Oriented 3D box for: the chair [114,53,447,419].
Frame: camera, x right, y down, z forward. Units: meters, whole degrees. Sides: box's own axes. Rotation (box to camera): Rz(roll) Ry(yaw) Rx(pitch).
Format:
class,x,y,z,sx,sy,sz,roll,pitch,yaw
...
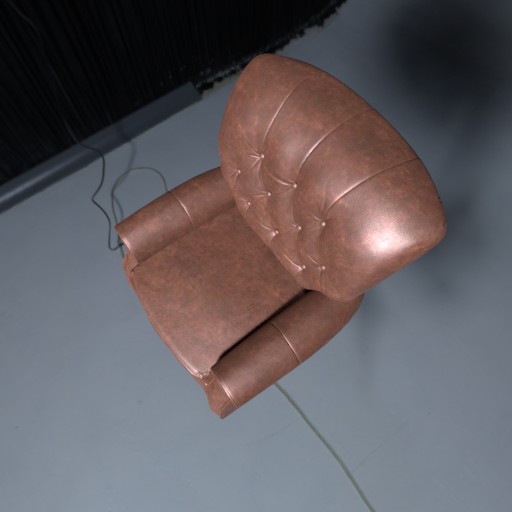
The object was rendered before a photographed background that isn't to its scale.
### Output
class,x,y,z,sx,sy,sz,roll,pitch,yaw
chair,0.000,0.000,1.894,1.031,1.162,0.979,-33,68,-15
